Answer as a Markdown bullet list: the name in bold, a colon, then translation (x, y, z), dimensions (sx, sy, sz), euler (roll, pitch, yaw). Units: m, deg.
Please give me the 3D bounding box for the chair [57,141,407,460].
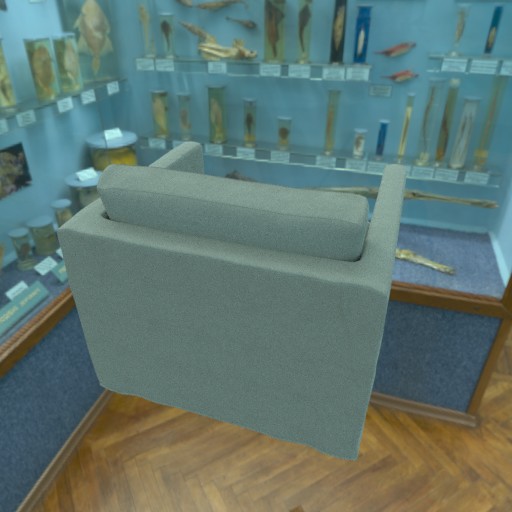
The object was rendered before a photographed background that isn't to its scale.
- **chair**: translation (0.000, 0.000, 1.755), dimensions (1.057, 0.863, 0.949), euler (10, 34, 16)
